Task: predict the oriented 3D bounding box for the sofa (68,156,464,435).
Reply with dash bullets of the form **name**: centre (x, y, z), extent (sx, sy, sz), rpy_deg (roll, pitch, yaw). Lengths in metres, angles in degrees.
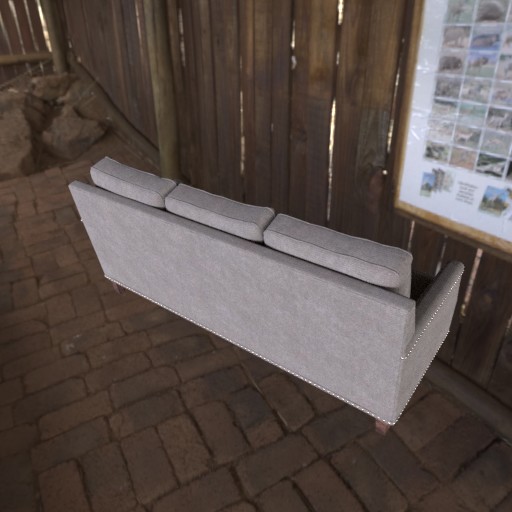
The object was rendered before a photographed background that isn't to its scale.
- **sofa**: centre (0.000, 0.000, 2.758), extent (2.226, 1.042, 1.034), rpy_deg (20, 36, 31)
